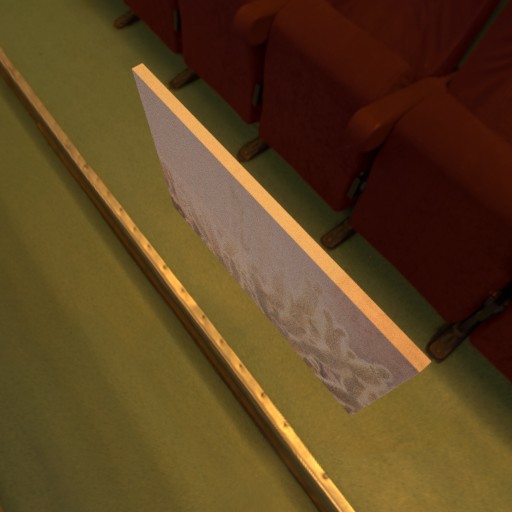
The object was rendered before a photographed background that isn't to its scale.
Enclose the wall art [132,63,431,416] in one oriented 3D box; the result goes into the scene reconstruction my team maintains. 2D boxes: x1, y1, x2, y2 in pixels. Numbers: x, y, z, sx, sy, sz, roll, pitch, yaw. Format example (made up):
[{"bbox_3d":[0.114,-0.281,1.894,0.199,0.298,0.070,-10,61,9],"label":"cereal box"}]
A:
[{"bbox_3d":[0.000,0.000,1.465,0.041,0.758,1.142,-36,69,-16],"label":"wall art"}]
